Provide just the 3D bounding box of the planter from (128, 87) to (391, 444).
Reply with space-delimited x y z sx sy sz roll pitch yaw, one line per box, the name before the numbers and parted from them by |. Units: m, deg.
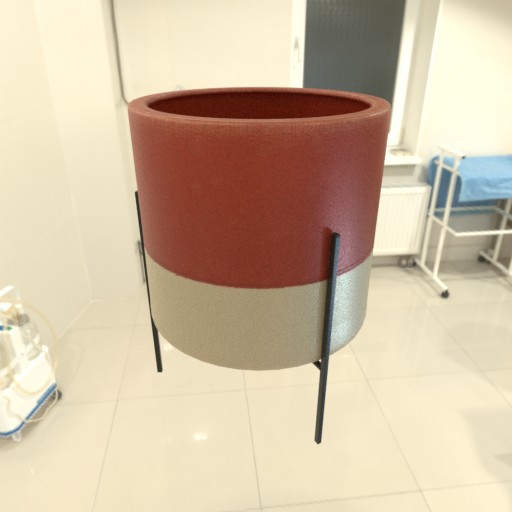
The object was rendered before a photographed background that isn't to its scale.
planter | 0.000 0.000 0.694 0.354 0.465 0.345 0 26 0
